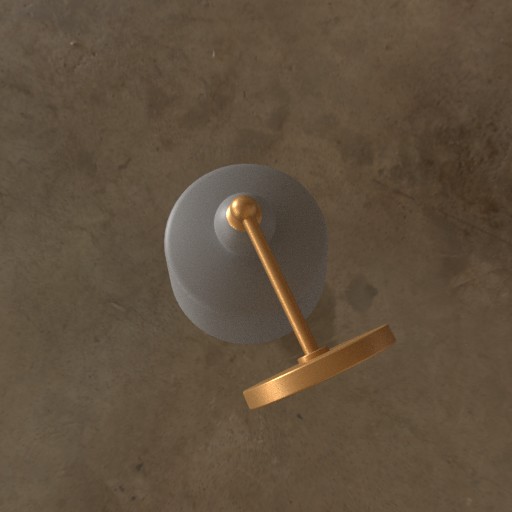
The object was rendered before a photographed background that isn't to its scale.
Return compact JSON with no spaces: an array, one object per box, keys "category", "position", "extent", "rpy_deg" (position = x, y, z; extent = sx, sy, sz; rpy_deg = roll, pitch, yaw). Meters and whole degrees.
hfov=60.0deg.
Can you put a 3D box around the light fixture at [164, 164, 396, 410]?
[{"category":"light fixture","position":[0.000,0.000,0.446],"extent":[0.204,0.268,0.254],"rpy_deg":[-24,76,-6]}]
